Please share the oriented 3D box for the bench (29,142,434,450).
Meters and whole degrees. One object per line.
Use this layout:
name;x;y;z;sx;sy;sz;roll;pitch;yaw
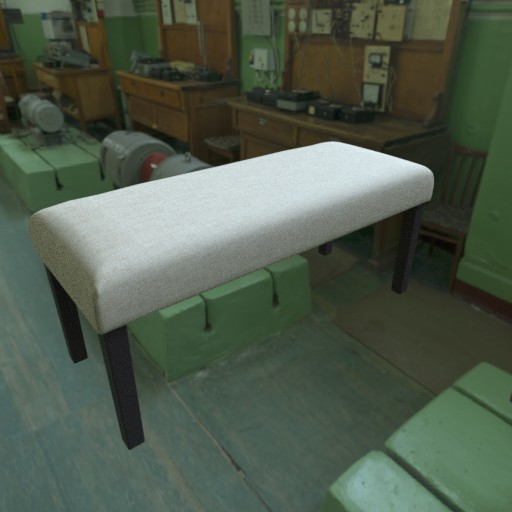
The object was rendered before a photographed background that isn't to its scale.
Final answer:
bench;0.000;0.000;1.228;1.013;0.456;0.407;-21;35;-33
